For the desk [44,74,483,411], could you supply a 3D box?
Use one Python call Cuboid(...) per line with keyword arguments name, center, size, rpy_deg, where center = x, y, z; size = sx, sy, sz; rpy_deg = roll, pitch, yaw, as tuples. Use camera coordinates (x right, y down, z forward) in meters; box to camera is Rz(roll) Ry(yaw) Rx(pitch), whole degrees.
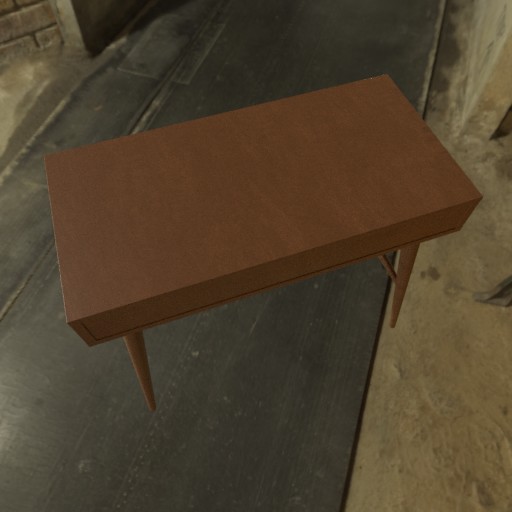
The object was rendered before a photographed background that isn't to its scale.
Cuboid(name="desk", center=(0.000, 0.000, 1.387), size=(0.949, 0.758, 0.510), rpy_deg=(-17, 60, -10))
